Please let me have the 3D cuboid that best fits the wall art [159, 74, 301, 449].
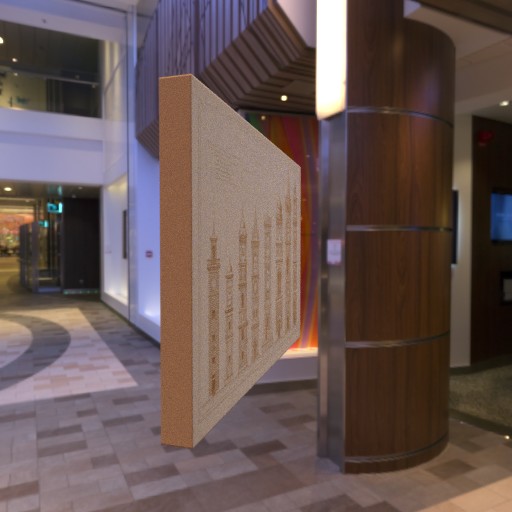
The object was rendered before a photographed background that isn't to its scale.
[{"bbox_3d":[0.000,0.000,0.778,0.039,0.407,0.609,0,2,17],"label":"wall art"}]
